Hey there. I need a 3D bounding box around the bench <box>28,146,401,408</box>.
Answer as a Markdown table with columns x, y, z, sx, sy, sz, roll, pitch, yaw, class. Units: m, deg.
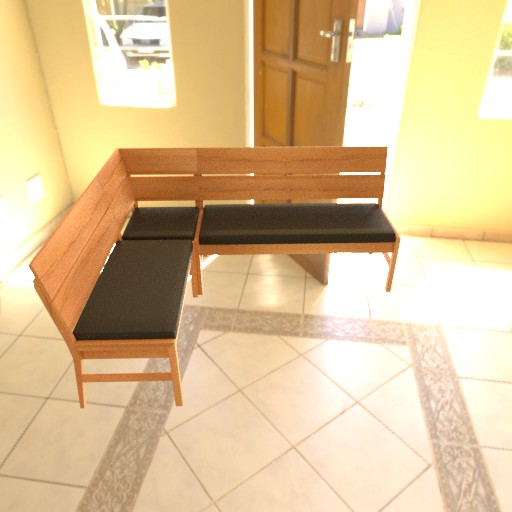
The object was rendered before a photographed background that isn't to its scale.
| x | y | z | sx | sy | sz | roll | pitch | yaw | class |
| --- | --- | --- | --- | --- | --- | --- | --- | --- | --- |
| 0.000 | 0.000 | 2.757 | 1.948 | 0.890 | 1.548 | -1 | 32 | -1 | bench |
